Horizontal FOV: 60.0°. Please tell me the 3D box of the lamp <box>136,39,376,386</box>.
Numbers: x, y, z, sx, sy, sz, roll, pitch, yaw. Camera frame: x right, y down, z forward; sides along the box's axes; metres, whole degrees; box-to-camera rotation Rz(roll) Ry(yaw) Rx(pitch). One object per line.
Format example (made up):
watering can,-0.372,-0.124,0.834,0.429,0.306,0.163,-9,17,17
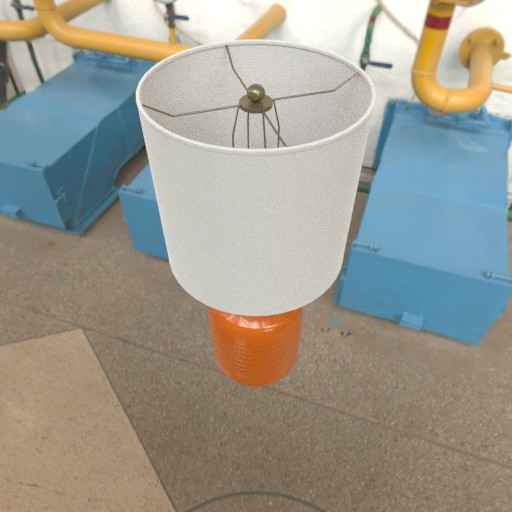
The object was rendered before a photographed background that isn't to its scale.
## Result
lamp,0.000,0.000,1.095,0.418,0.871,0.418,15,48,14
